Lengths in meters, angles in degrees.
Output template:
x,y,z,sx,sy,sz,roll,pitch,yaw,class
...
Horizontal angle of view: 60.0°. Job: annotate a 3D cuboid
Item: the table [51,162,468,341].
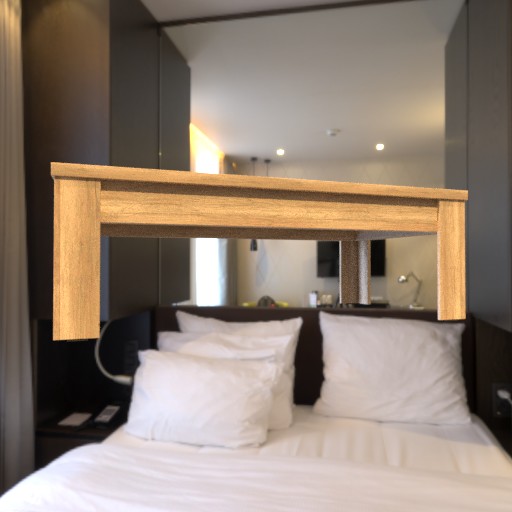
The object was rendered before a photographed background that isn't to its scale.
x,y,z,sx,sy,sz,roll,pitch,yaw,class
0.000,0.000,1.679,1.350,0.460,0.700,0,-1,-19,table
